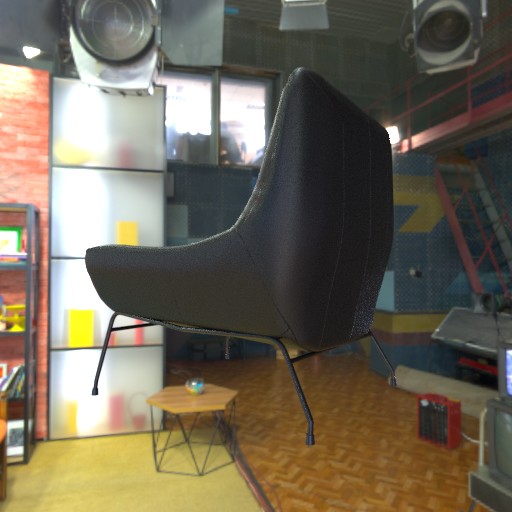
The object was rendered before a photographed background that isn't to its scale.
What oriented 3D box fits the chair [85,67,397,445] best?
[{"bbox_3d":[0.000,0.000,1.545,0.826,0.922,0.836,-1,-2,34],"label":"chair"}]
